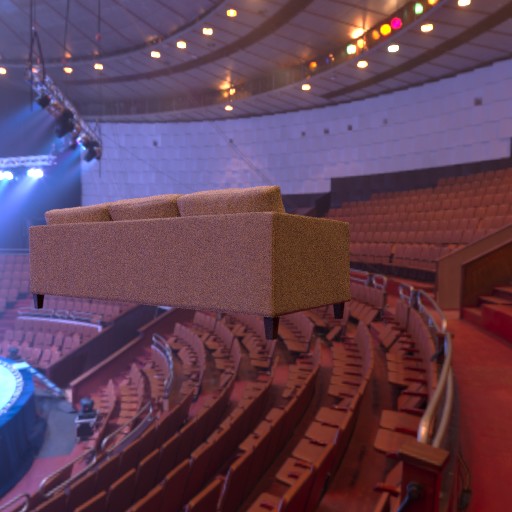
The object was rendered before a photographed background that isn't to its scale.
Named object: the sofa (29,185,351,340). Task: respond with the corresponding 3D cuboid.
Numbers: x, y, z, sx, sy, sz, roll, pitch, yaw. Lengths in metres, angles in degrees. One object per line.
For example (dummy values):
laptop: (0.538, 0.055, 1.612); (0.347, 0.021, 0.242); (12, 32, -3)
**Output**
sofa: (0.000, 0.000, 4.299); (2.432, 0.863, 3.182); (0, 1, 34)
